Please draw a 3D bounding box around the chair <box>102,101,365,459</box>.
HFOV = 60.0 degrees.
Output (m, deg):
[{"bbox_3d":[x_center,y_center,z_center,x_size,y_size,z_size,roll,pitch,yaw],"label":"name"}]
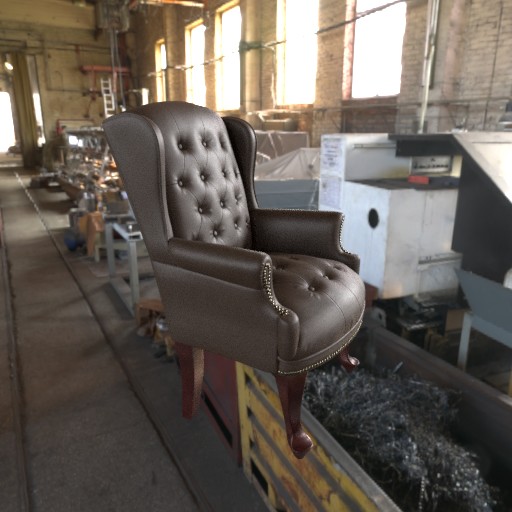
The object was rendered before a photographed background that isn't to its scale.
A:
[{"bbox_3d":[0.000,0.000,1.686,0.819,1.132,0.829,8,18,26],"label":"chair"}]
